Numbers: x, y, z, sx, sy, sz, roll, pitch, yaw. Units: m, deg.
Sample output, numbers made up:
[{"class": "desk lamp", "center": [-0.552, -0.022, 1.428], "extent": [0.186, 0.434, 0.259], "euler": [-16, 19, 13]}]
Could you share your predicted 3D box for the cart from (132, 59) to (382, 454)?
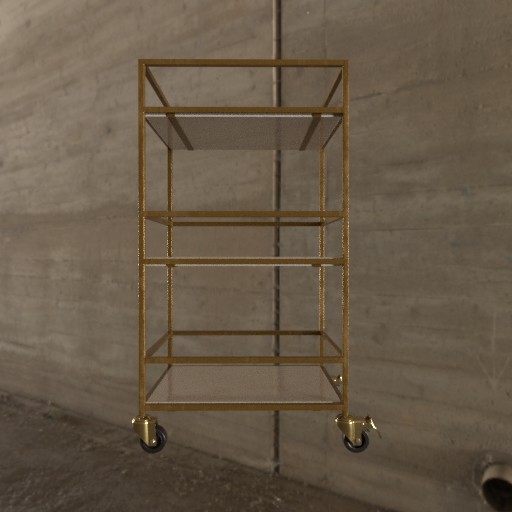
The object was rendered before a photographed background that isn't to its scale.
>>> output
[{"class": "cart", "center": [0.000, 0.000, 1.008], "extent": [0.483, 0.761, 0.332], "euler": [0, 0, 0]}]
